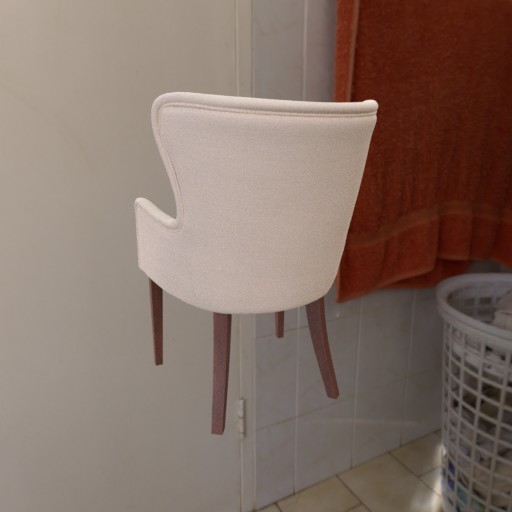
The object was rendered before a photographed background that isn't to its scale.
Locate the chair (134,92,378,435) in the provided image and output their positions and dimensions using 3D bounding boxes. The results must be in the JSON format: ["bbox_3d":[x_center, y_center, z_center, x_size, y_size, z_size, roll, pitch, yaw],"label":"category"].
[{"bbox_3d":[0.000,0.000,1.492,0.696,0.990,0.744,-7,17,-25],"label":"chair"}]
